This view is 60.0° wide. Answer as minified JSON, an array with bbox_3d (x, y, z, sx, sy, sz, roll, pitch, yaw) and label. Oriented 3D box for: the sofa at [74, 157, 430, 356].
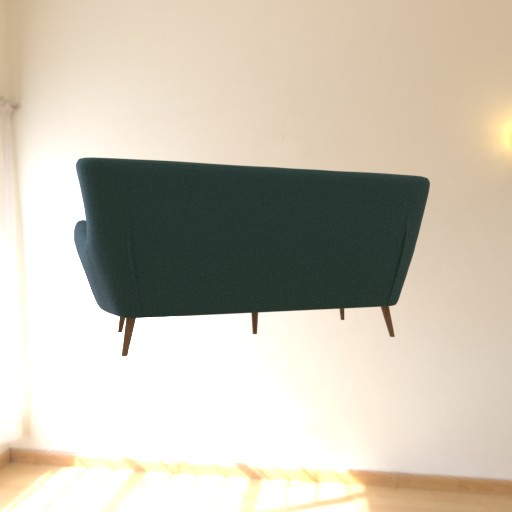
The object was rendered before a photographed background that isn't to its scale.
[{"bbox_3d":[0.000,0.000,2.467,1.930,0.890,0.889,0,1,-18],"label":"sofa"}]
